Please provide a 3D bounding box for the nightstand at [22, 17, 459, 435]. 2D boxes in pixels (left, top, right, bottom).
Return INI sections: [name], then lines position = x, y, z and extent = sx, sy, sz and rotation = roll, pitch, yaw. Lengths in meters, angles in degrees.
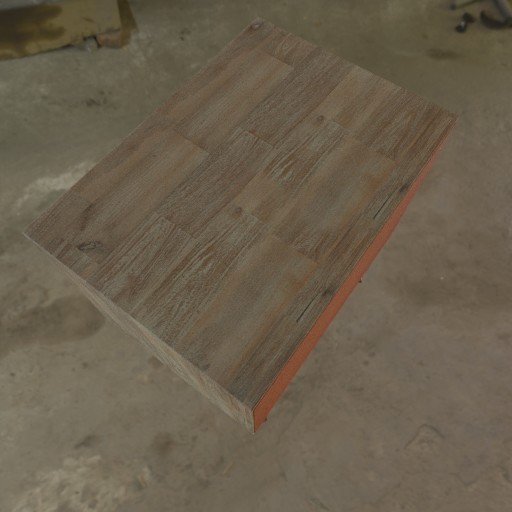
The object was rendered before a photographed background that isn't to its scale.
[nightstand]
position = 0.000, 0.000, 0.921
extent = 0.396, 0.589, 0.552
rotation = 34, 69, 15
